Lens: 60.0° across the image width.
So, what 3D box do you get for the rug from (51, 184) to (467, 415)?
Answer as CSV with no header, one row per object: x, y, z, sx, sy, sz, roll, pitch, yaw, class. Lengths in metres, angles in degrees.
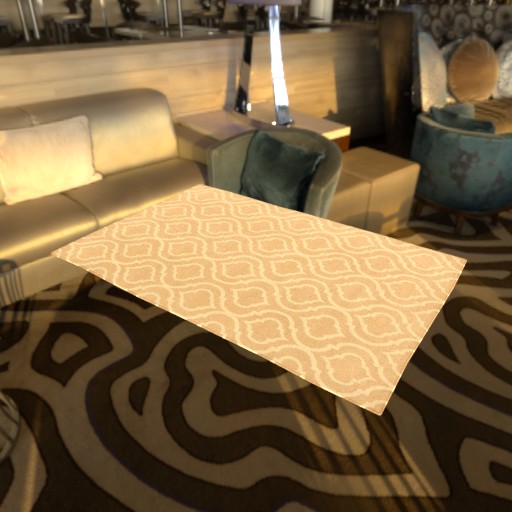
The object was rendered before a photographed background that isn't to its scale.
0.000,0.000,2.217,1.761,0.013,1.152,20,36,29,rug
